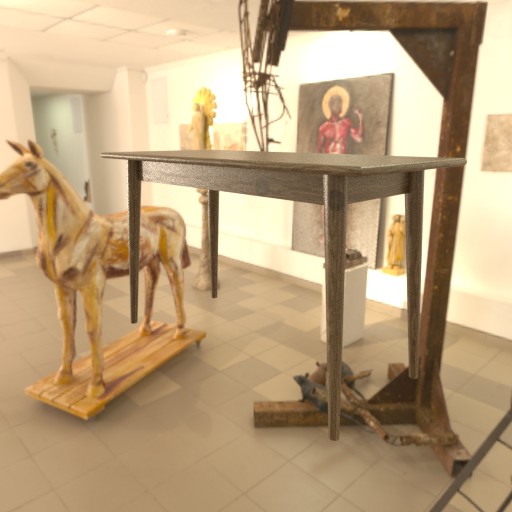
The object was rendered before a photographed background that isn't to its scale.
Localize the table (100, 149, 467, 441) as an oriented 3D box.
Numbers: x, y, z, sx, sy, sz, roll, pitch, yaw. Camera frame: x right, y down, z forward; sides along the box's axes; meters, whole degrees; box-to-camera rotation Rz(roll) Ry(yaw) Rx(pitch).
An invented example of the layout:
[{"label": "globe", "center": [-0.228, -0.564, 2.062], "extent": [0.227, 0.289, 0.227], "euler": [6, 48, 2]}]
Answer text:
[{"label": "table", "center": [0.000, 0.000, 1.750], "extent": [0.599, 0.780, 1.300], "euler": [-14, 21, -42]}]
